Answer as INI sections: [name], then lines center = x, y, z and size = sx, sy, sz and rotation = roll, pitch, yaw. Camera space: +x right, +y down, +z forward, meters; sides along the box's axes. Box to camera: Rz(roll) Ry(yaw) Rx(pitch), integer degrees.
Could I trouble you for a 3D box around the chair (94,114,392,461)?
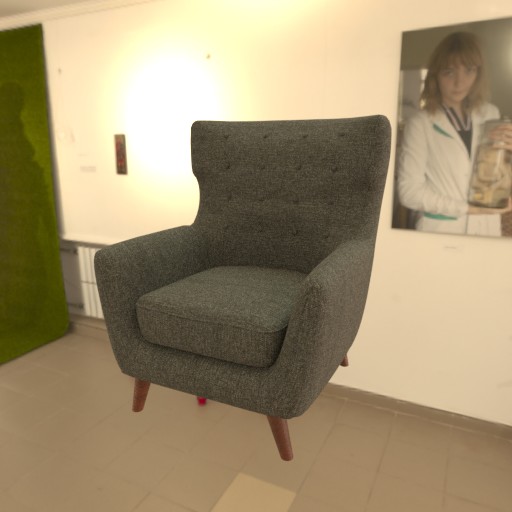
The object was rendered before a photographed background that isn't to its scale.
[chair]
center = 0.000, 0.000, 1.734
size = 0.878, 1.063, 0.904
rotation = 7, 15, 25
